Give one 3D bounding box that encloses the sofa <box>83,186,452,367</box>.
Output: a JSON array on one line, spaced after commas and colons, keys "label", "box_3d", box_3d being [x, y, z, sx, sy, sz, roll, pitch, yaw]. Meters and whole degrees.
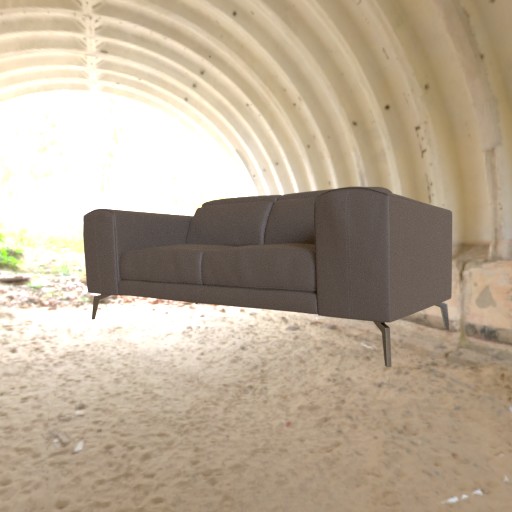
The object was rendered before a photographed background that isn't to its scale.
[{"label": "sofa", "box_3d": [0.000, 0.000, 2.502, 1.895, 0.779, 1.003, 1, 1, 36]}]
